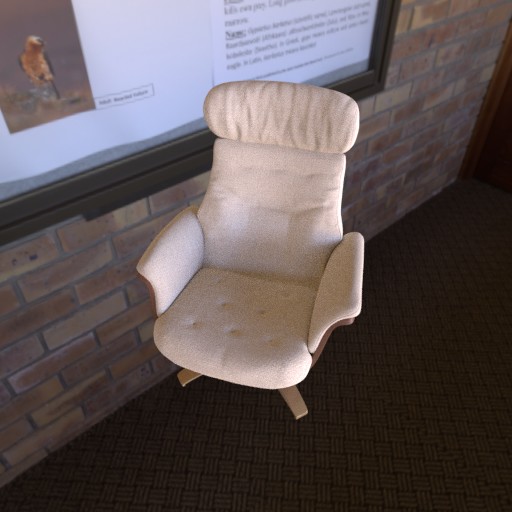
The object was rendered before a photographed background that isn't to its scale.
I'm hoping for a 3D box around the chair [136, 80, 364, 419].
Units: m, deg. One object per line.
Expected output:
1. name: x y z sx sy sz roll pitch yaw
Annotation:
1. chair: 0.000 0.000 1.606 0.785 0.995 0.837 11 42 13
